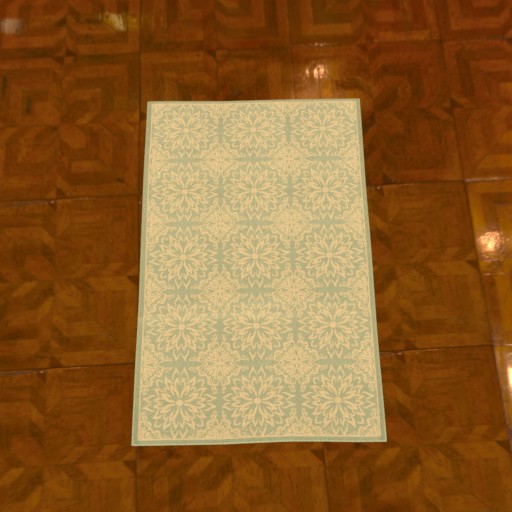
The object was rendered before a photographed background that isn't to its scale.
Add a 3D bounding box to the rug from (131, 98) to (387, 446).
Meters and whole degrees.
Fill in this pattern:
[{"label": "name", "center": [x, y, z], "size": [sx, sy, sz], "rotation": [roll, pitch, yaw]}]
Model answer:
[{"label": "rug", "center": [0.000, 0.000, 3.471], "size": [1.819, 0.018, 2.746], "rotation": [-1, 76, 0]}]
